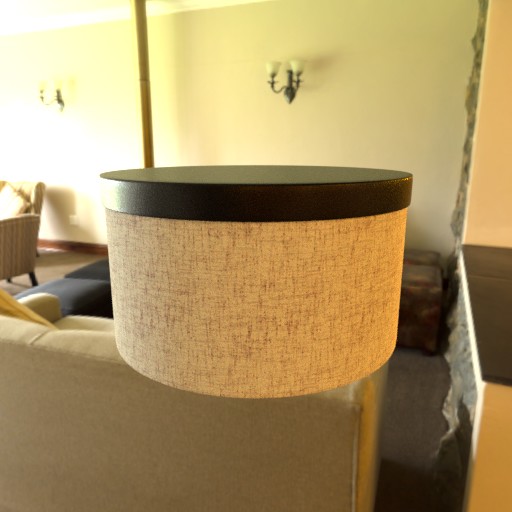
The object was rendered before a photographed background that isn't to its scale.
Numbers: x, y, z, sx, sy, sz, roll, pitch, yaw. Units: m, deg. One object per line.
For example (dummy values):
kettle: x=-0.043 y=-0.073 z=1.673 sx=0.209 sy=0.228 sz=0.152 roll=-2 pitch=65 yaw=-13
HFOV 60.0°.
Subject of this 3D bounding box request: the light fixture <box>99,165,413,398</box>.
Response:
light fixture: x=0.000 y=0.000 z=0.608 sx=0.389 sy=0.229 sz=0.389 roll=0 pitch=14 yaw=0
